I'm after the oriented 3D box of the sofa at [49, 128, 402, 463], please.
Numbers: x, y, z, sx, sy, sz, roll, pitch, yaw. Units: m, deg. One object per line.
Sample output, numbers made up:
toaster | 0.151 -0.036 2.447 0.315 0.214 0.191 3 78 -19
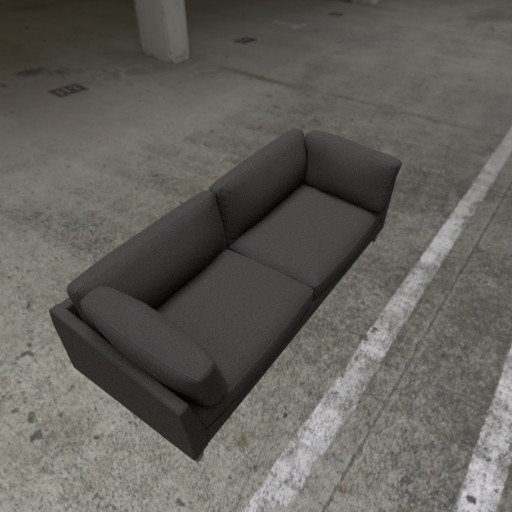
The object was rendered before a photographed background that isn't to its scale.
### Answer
sofa | 0.000 0.000 2.825 0.969 0.792 2.312 25 48 26
